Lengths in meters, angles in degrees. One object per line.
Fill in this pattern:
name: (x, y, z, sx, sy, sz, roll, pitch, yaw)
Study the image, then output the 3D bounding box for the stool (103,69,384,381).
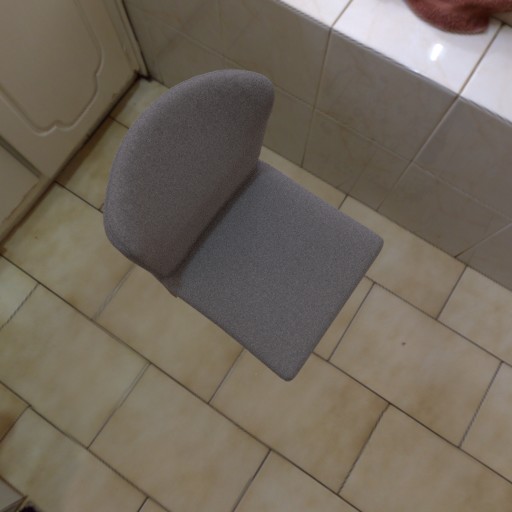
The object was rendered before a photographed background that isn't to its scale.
stool: (0.000, 0.000, 1.296, 0.568, 0.968, 0.481, 35, 78, 9)
